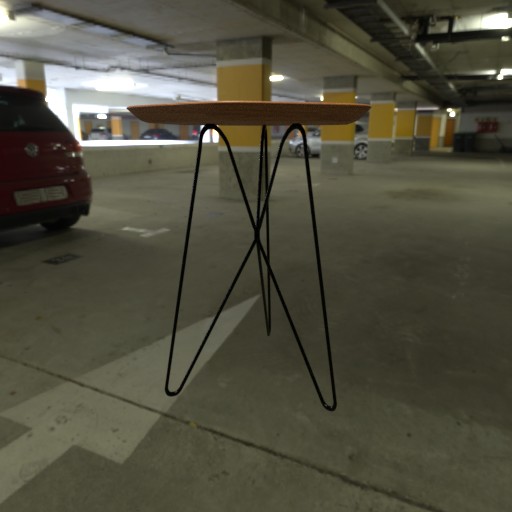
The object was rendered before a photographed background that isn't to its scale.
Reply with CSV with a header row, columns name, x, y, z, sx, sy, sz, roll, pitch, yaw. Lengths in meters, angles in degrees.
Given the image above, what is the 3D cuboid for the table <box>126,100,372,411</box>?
name,x,y,z,sx,sy,sz,roll,pitch,yaw
table,0.000,0.000,0.897,0.400,0.562,0.500,2,16,9
